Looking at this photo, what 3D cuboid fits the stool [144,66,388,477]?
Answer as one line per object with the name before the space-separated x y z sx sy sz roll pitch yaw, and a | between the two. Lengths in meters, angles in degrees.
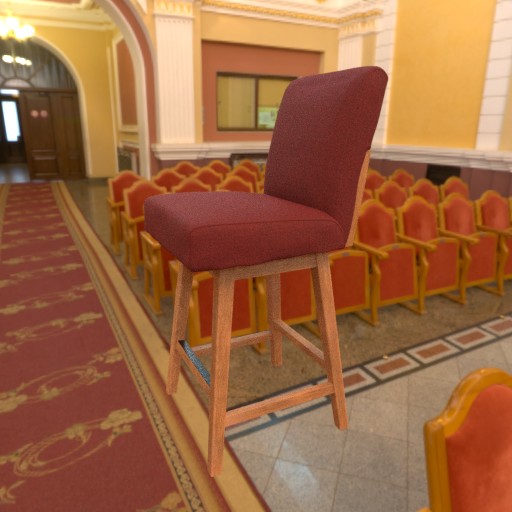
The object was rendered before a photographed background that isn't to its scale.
stool | 0.000 0.000 1.313 0.562 1.038 0.468 -8 18 -25
